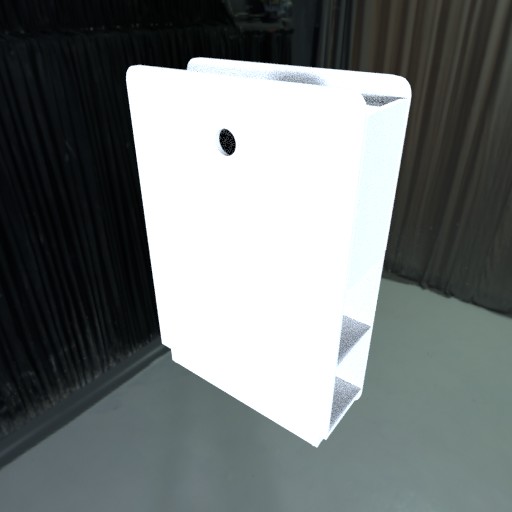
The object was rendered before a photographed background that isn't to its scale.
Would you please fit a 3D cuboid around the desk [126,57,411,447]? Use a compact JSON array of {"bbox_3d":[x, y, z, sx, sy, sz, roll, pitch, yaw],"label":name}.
[{"bbox_3d":[0.000,0.000,1.524,0.795,1.190,0.278,21,36,32],"label":"desk"}]
